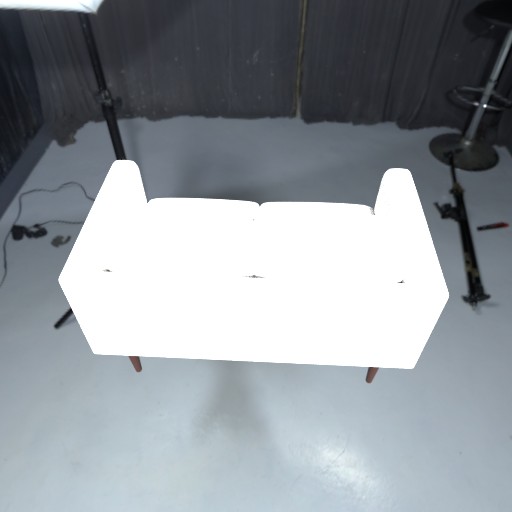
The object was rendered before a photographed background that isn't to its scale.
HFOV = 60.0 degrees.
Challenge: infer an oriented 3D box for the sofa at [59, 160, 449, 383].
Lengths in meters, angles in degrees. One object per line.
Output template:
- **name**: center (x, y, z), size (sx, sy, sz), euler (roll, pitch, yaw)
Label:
- **sofa**: center (0.000, 0.000, 2.036), size (1.430, 0.908, 0.796), euler (2, 46, 2)
